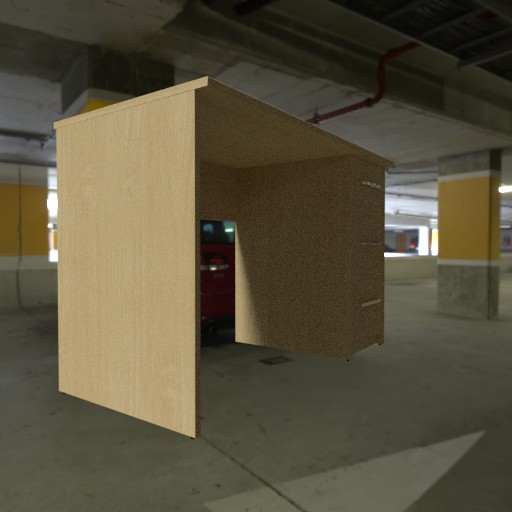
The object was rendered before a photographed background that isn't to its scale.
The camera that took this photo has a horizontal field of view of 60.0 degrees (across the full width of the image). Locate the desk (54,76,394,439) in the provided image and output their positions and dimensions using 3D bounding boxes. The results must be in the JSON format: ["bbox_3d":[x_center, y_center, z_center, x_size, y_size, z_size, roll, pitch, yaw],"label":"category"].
[{"bbox_3d":[0.000,0.000,1.488,0.560,0.735,1.097,1,2,36],"label":"desk"}]
